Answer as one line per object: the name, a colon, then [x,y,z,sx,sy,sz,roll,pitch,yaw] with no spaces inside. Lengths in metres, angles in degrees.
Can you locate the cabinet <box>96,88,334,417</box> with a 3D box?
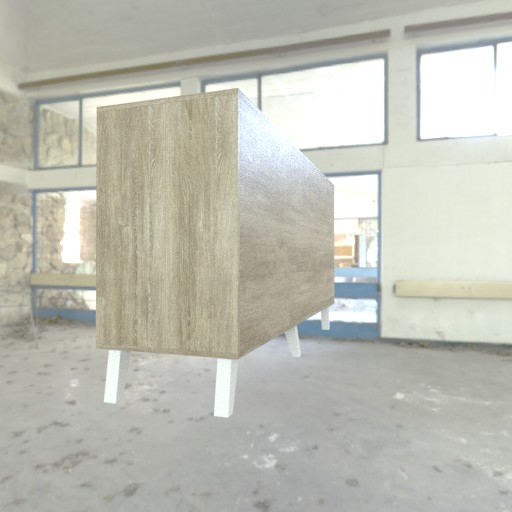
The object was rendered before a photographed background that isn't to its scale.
cabinet: [0.000,0.000,1.993,0.450,0.870,1.600,0,-1,19]
